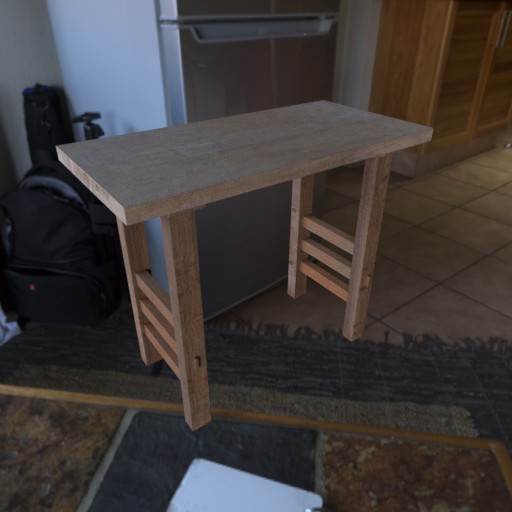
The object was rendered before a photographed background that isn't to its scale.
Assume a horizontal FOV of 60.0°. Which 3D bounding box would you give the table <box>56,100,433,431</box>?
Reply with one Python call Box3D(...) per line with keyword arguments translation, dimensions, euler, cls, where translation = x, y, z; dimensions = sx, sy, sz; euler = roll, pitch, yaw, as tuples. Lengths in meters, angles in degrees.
Box3D(translation=(0.000, 0.000, 1.686), dimensions=(1.119, 0.914, 0.556), euler=(-20, 37, -30), cls="table")
